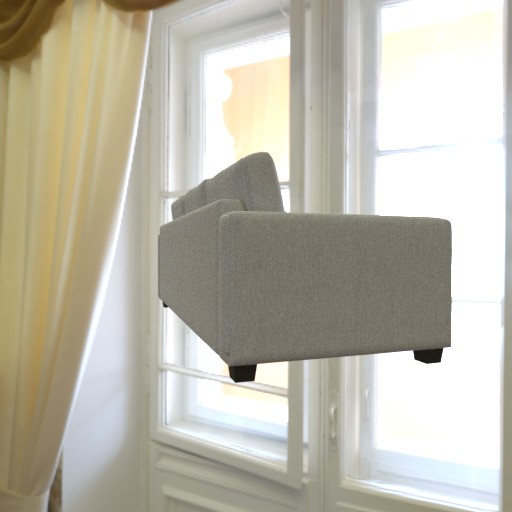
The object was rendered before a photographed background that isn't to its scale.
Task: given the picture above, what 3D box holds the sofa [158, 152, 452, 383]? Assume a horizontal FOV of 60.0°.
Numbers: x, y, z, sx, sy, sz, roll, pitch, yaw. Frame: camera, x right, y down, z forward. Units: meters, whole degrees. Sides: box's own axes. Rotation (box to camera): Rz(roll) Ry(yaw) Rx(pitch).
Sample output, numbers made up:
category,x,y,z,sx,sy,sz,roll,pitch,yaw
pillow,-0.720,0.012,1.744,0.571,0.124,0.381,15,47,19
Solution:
category,x,y,z,sx,sy,sz,roll,pitch,yaw
sofa,0.000,0.000,2.544,0.900,0.800,2.120,0,1,-18
